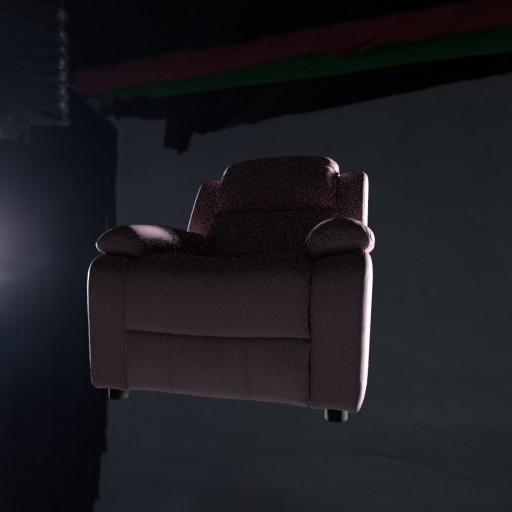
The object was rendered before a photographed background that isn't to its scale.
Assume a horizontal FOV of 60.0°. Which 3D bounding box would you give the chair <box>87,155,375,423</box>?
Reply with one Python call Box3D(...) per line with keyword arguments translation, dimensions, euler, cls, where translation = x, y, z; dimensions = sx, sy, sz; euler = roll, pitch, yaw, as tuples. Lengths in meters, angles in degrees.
Box3D(translation=(0.000, 0.000, 1.273), dimensions=(0.680, 0.702, 0.709), euler=(-1, -2, 17), cls="chair")
